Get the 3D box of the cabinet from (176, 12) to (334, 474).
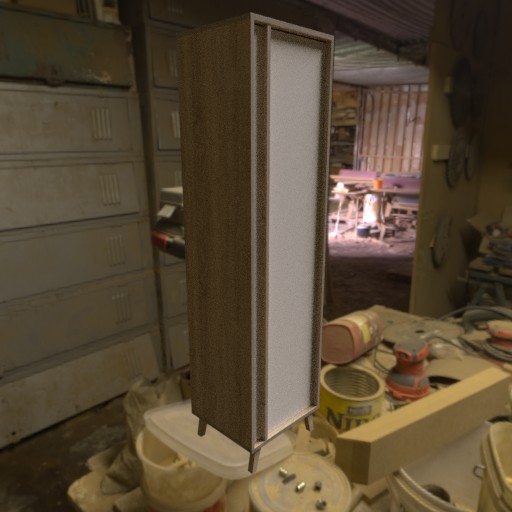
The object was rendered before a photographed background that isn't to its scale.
[{"bbox_3d":[0.000,0.000,2.146,0.450,1.960,0.510,14,20,43],"label":"cabinet"}]
